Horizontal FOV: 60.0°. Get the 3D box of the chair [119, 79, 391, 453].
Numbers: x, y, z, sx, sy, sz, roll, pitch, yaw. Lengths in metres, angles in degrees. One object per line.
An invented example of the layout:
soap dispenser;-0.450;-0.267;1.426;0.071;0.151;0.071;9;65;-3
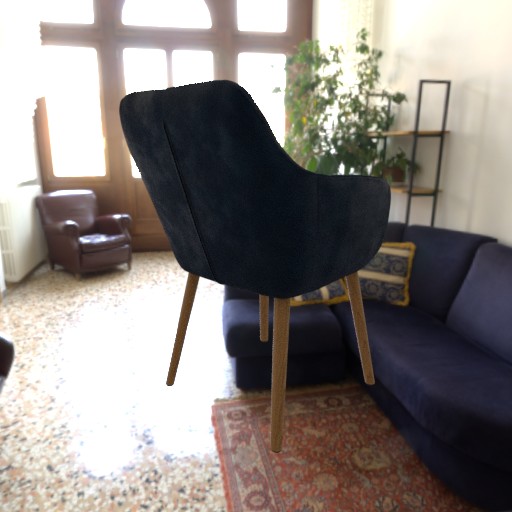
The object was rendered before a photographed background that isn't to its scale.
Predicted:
chair;0.000;0.000;1.214;0.578;0.826;0.573;13;19;42
